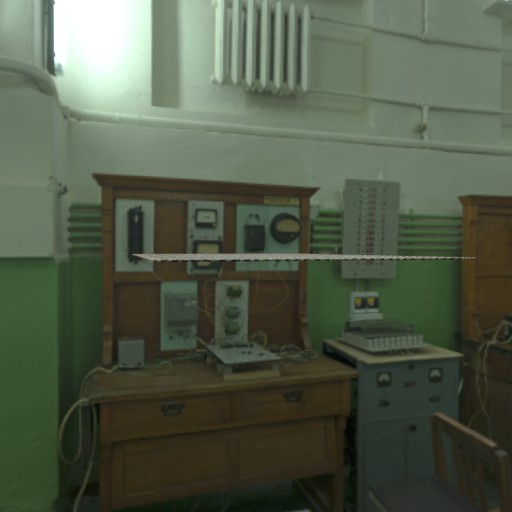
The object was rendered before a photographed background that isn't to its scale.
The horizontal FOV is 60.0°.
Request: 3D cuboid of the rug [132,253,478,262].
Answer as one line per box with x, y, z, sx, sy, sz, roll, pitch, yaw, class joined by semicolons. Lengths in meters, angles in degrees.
0.000;0.000;2.368;1.219;0.008;1.828;0;1;-17;rug
